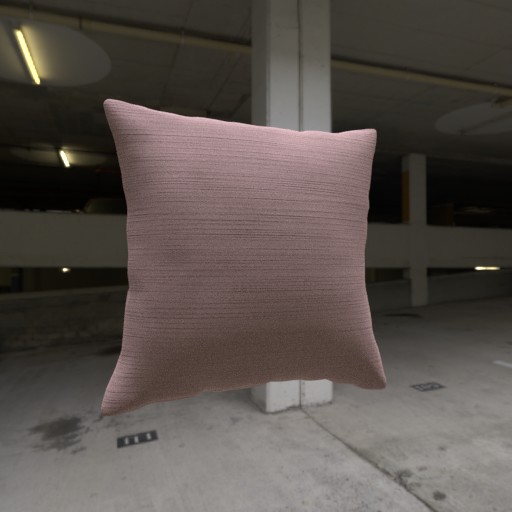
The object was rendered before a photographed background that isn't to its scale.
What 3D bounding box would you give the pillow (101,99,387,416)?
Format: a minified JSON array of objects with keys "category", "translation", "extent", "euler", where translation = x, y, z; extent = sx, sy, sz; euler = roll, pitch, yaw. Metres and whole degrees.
[{"category":"pillow","translation":[0.000,0.000,0.716],"extent":[0.470,0.464,0.175],"euler":[0,-1,-19]}]
